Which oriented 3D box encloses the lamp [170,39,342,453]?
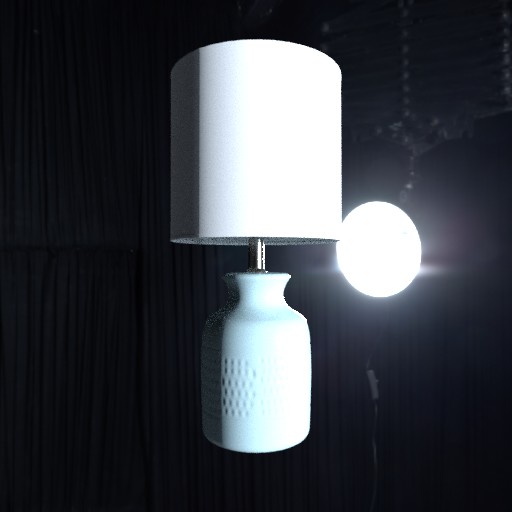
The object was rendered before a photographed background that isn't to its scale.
[{"bbox_3d":[0.000,0.000,1.100,0.418,0.871,0.418,0,-1,-19],"label":"lamp"}]
